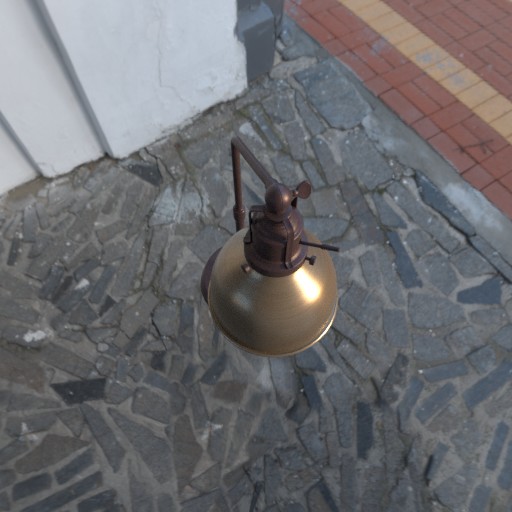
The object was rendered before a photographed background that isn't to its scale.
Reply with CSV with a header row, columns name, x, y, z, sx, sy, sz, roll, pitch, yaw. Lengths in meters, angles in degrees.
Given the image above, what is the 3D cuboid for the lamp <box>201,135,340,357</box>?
name,x,y,z,sx,sy,sz,roll,pitch,yaw
lamp,0.000,0.000,0.615,0.175,0.469,0.298,-16,65,-8
